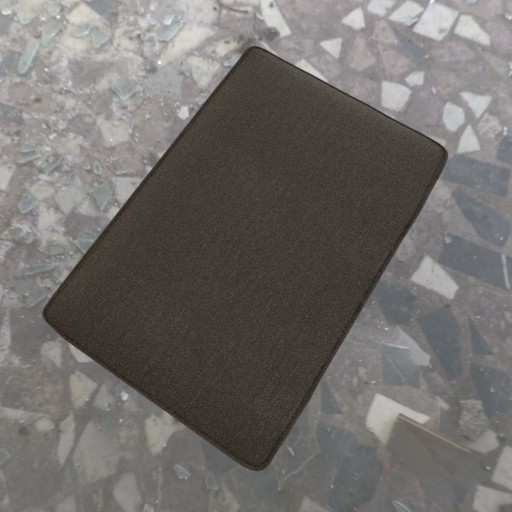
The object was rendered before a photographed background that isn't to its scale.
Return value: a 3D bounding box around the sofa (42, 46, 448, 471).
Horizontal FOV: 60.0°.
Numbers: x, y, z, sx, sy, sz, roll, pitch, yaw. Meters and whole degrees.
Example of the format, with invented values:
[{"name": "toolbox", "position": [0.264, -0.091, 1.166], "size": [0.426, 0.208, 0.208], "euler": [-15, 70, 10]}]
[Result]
[{"name": "sofa", "position": [0.000, 0.000, 1.181], "size": [0.578, 0.457, 0.854], "euler": [32, 76, 9]}]
